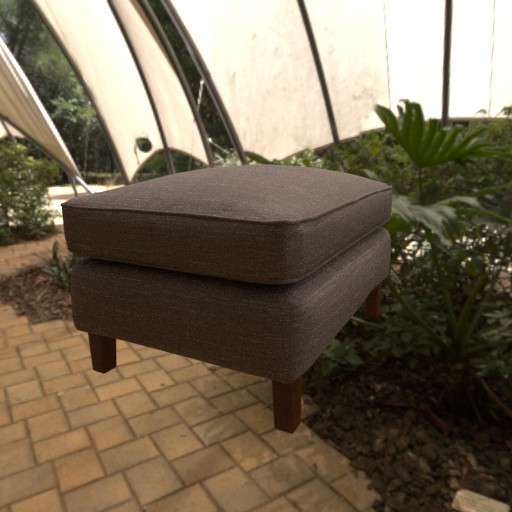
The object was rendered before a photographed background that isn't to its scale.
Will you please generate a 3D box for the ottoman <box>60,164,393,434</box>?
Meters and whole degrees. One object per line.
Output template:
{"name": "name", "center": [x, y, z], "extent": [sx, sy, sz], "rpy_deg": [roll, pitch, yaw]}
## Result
{"name": "ottoman", "center": [0.000, 0.000, 1.014], "extent": [0.508, 0.406, 0.686], "rpy_deg": [7, 16, 27]}
